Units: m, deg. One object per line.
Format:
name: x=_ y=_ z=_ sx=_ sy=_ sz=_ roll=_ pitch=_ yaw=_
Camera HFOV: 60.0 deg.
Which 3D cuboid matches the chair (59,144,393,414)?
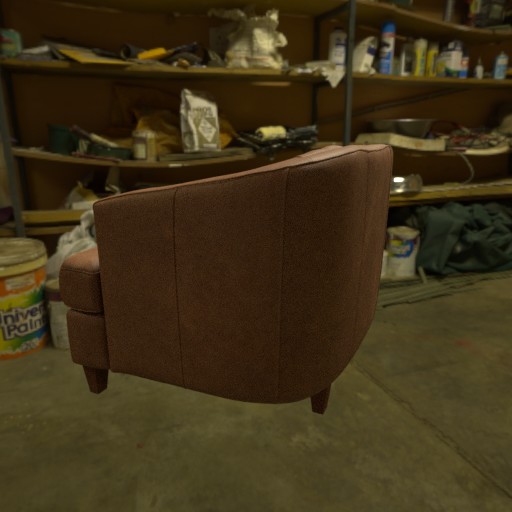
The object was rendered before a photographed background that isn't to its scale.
chair: x=0.000 y=0.000 z=1.706 sx=0.911 sy=0.836 sz=1.119 roll=7 pitch=16 yaw=24
